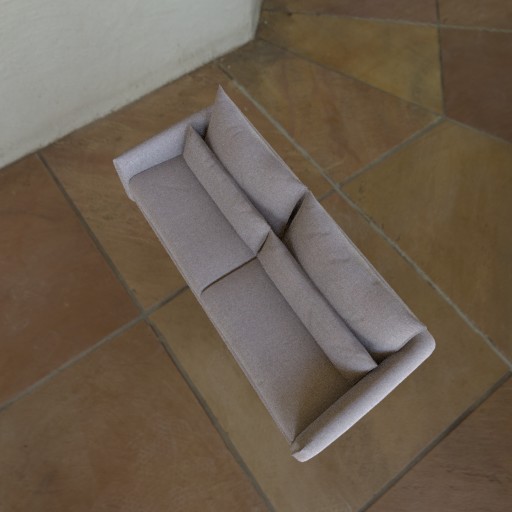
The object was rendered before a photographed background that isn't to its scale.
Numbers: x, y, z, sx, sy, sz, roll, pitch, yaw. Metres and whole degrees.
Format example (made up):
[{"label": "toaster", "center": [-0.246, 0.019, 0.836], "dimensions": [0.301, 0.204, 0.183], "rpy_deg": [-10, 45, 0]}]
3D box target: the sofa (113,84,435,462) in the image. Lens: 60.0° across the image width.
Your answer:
[{"label": "sofa", "center": [0.000, 0.000, 2.491], "dimensions": [0.809, 0.833, 2.022], "rpy_deg": [-30, 68, -14]}]
